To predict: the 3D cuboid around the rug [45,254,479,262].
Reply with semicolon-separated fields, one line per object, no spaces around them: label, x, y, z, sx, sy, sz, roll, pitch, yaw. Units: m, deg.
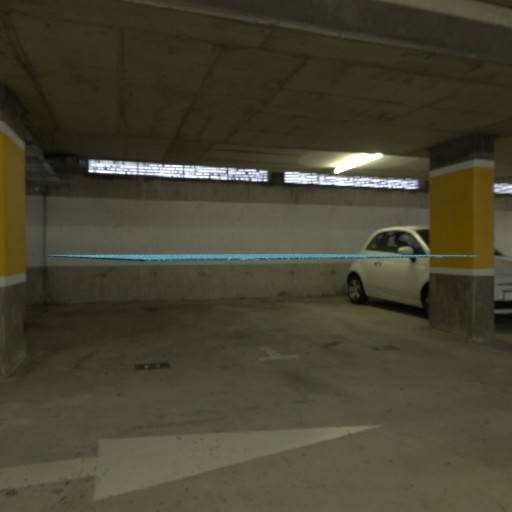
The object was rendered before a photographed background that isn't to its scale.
rug;0.000;0.000;3.961;3.033;0.012;2.432;0;1;-36
